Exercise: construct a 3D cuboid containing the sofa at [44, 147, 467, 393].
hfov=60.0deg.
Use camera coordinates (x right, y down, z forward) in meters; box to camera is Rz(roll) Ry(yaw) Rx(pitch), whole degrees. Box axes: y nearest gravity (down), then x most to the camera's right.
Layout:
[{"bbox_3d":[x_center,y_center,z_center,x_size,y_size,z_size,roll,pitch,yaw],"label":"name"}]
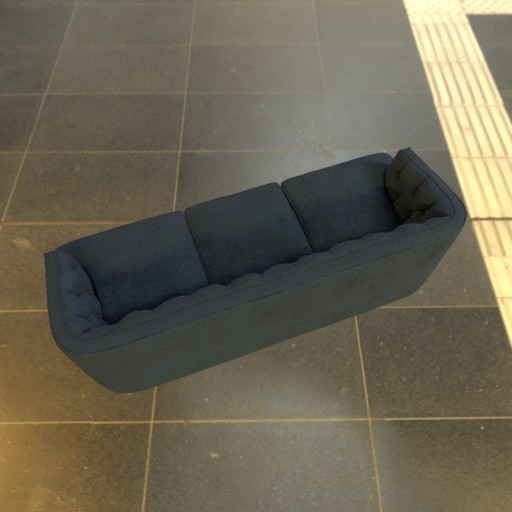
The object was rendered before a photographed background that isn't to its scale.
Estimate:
[{"bbox_3d":[0.000,0.000,2.670,2.278,0.855,0.941,-18,61,-10],"label":"sofa"}]
